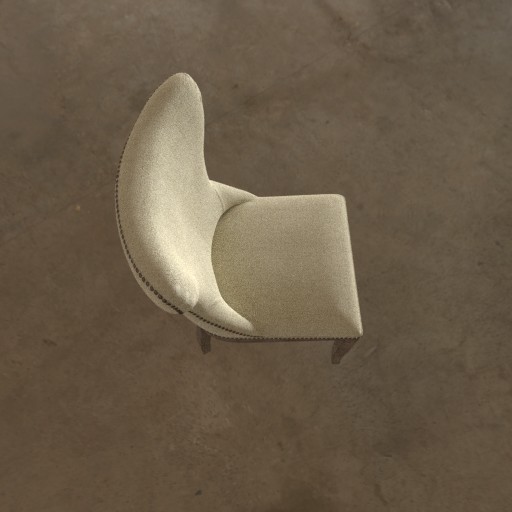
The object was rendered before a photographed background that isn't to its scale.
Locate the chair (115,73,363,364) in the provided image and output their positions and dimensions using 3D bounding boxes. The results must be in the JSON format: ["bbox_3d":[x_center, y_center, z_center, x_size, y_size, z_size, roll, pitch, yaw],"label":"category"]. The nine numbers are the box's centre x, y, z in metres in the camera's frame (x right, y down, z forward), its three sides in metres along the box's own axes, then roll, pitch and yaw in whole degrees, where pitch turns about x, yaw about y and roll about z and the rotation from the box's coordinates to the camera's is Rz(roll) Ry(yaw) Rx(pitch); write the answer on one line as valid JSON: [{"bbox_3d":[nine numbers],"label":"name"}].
[{"bbox_3d":[0.000,0.000,1.485,0.681,1.002,0.654,-1,65,-1],"label":"chair"}]
